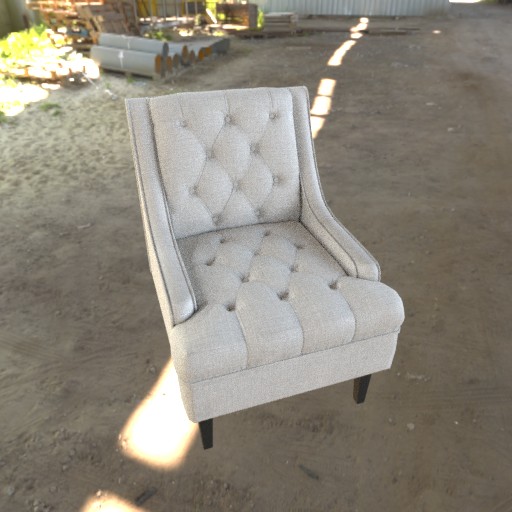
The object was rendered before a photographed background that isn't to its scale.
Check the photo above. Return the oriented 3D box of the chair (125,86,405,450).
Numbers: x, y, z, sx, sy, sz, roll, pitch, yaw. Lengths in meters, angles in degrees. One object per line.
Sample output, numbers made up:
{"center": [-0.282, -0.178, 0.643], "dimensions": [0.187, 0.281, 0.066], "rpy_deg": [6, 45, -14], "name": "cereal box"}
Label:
{"center": [0.000, 0.000, 1.427], "dimensions": [0.658, 0.891, 0.772], "rpy_deg": [-10, 33, -16], "name": "chair"}
